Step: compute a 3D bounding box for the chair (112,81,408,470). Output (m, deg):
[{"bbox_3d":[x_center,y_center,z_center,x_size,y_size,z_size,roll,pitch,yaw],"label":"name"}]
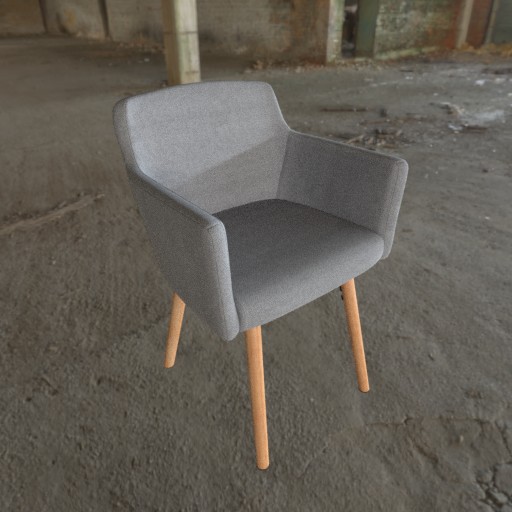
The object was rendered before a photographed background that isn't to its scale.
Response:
[{"bbox_3d":[0.000,0.000,1.133,0.570,0.780,0.540,-22,36,-34],"label":"chair"}]
